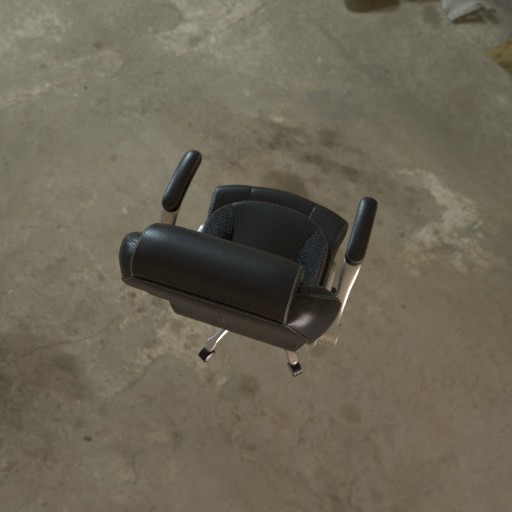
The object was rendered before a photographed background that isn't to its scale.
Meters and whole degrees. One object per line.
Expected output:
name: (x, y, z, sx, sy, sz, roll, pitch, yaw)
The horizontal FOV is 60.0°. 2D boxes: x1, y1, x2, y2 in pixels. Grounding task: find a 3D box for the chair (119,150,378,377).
chair: (0.000, 0.000, 1.634, 0.724, 1.141, 0.801, 17, 64, 9)
